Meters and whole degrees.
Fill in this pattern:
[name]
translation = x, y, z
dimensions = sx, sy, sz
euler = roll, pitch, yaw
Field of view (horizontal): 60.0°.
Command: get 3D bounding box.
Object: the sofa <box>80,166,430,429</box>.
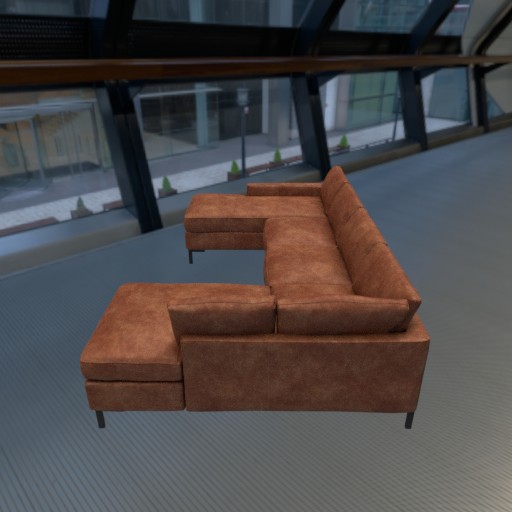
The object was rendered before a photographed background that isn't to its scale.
[sofa]
translation = 0.000, 0.000, 3.766
dimensions = 1.939, 0.900, 2.956
euler = 0, 26, 1
